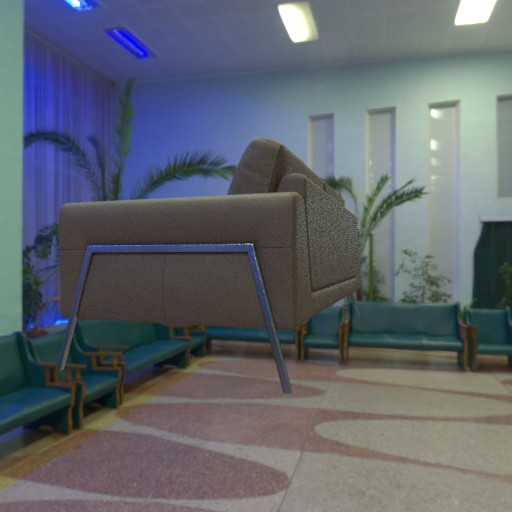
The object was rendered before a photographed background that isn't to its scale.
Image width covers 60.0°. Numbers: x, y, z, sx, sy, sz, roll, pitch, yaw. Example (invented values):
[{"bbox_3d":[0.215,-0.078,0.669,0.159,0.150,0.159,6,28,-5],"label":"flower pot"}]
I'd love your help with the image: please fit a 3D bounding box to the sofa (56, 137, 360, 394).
[{"bbox_3d":[0.000,0.000,2.492,0.953,0.875,2.017,0,0,19],"label":"sofa"}]
